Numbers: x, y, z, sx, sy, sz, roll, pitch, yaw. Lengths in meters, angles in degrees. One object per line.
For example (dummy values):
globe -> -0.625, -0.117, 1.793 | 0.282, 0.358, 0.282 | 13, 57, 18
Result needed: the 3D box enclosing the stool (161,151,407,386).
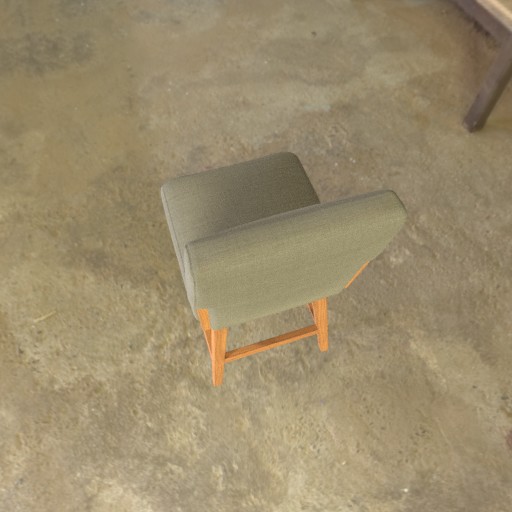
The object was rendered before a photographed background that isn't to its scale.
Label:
stool -> 0.000, 0.000, 1.341 | 0.459, 1.019, 0.570 | -16, 61, -9
